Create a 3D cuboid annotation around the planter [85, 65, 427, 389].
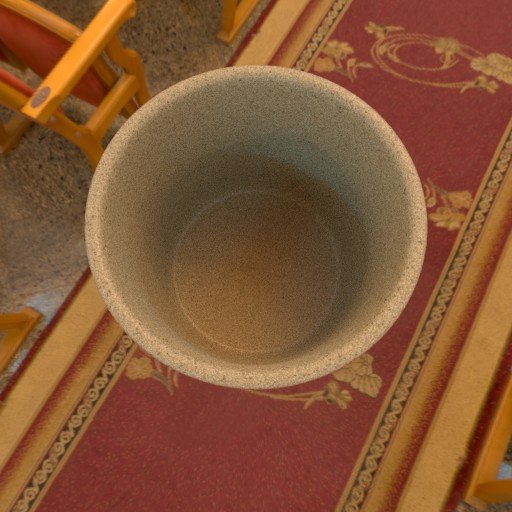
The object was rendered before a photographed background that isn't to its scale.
[{"bbox_3d":[0.000,0.000,0.406,0.227,0.235,0.227,0,75,0],"label":"planter"}]
